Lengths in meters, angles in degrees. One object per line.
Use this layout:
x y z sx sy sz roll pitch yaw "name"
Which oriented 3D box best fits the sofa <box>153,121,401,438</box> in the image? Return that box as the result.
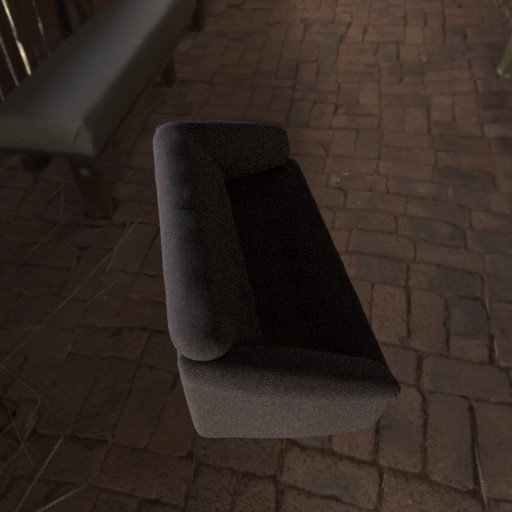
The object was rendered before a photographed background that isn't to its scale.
0.000 0.000 2.299 0.887 0.790 1.849 -9 49 -8 "sofa"
